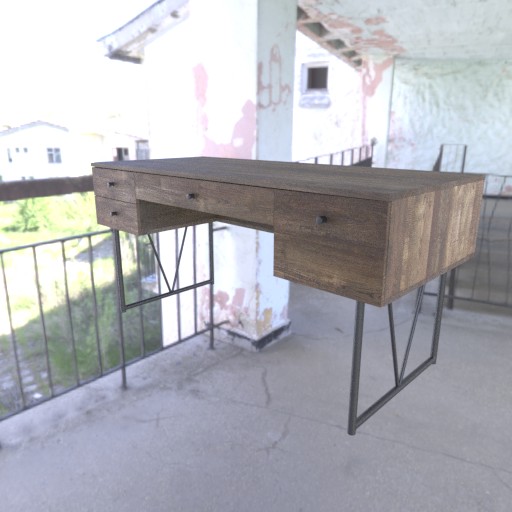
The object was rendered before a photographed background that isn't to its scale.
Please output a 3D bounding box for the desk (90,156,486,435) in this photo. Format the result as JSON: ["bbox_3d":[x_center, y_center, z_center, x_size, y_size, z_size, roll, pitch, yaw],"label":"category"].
[{"bbox_3d":[0.000,0.000,1.988,1.600,0.780,0.730,15,22,42],"label":"desk"}]
